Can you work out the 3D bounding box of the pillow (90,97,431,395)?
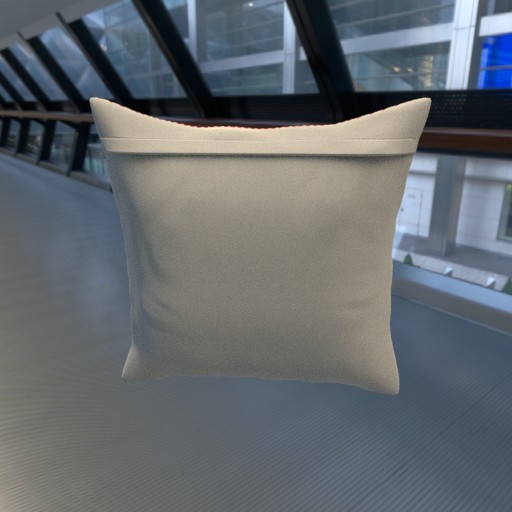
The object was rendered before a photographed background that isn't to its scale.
[{"bbox_3d":[0.000,0.000,0.673,0.463,0.454,0.160,1,17,4],"label":"pillow"}]
